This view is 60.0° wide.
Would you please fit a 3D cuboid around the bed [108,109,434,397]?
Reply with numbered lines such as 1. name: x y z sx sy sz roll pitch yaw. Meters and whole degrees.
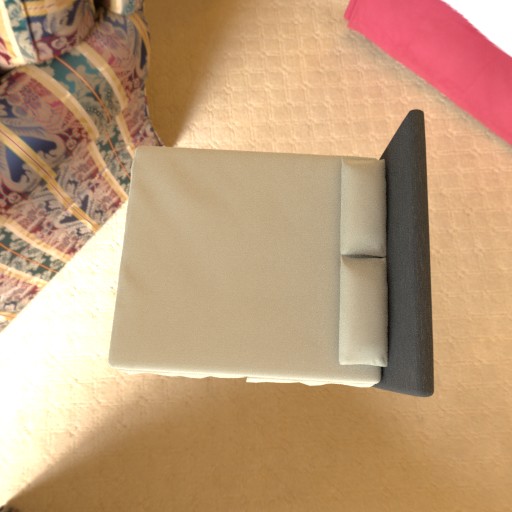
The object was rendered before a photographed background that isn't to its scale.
1. bed: 0.000 0.000 3.333 2.142 1.330 1.884 3 77 1
